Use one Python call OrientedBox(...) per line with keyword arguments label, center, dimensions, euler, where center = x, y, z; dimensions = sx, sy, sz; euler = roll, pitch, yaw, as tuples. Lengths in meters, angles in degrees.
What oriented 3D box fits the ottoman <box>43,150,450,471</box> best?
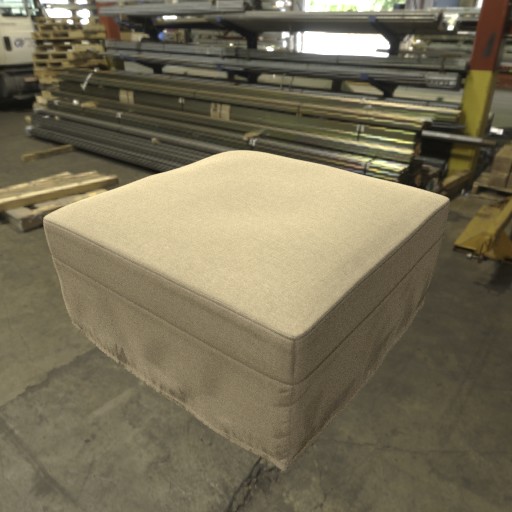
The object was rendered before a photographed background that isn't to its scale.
OrientedBox(label="ottoman", center=(0.000, 0.000, 1.313), dimensions=(0.840, 0.436, 0.843), euler=(21, 35, 33))
